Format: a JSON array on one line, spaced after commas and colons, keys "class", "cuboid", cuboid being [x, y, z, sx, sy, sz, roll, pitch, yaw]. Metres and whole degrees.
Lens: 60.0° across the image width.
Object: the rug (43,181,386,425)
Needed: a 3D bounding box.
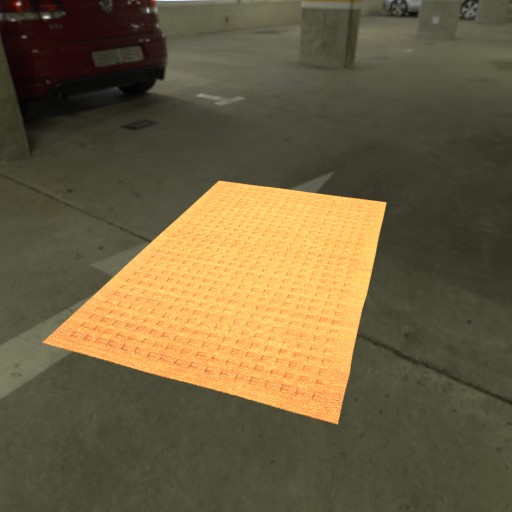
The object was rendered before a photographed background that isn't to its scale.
[{"class": "rug", "cuboid": [0.000, 0.000, 2.248, 1.143, 0.006, 1.747, 10, 33, 16]}]
